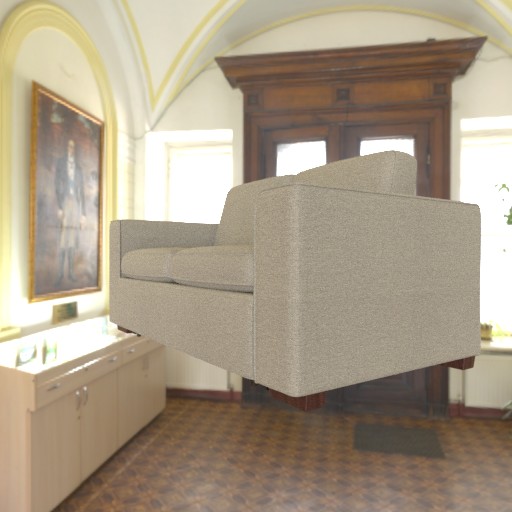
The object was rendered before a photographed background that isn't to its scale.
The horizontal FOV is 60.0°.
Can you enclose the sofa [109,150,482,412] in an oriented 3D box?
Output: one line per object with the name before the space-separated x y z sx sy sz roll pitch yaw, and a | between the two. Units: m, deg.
sofa | 0.000 0.000 2.282 1.007 0.924 1.812 0 0 -35
